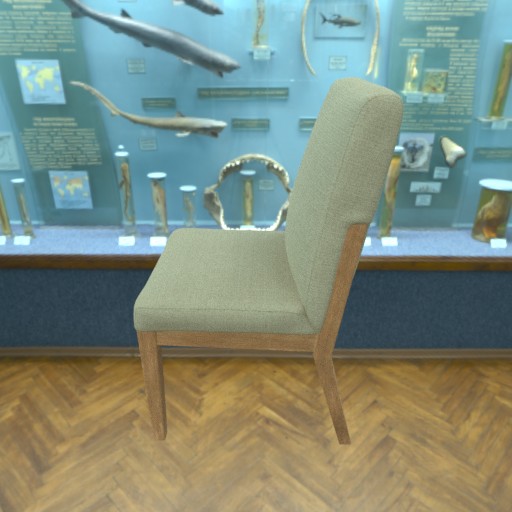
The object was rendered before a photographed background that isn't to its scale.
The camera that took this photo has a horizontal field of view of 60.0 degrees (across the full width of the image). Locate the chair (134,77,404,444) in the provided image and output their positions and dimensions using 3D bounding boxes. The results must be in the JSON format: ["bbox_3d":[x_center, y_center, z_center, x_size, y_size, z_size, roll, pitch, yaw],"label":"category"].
[{"bbox_3d":[0.000,0.000,1.239,0.586,0.911,0.507,1,25,1],"label":"chair"}]
